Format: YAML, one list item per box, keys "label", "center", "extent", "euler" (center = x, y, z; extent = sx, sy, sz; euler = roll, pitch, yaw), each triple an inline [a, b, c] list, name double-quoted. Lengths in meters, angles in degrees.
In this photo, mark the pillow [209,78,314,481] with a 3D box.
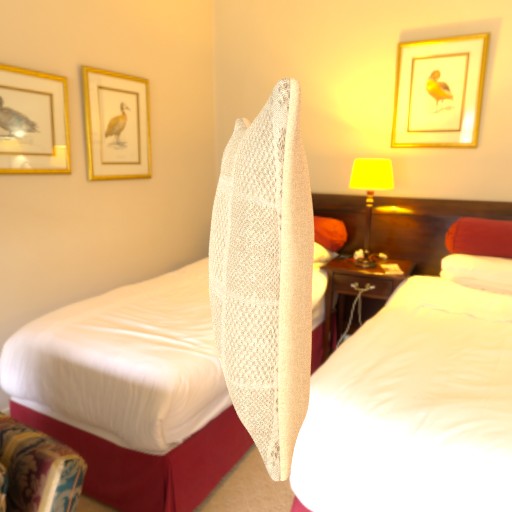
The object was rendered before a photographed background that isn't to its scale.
- label: "pillow"
  center: [0.000, 0.000, 0.662]
  extent: [0.138, 0.432, 0.436]
  euler: [-2, 12, -8]
